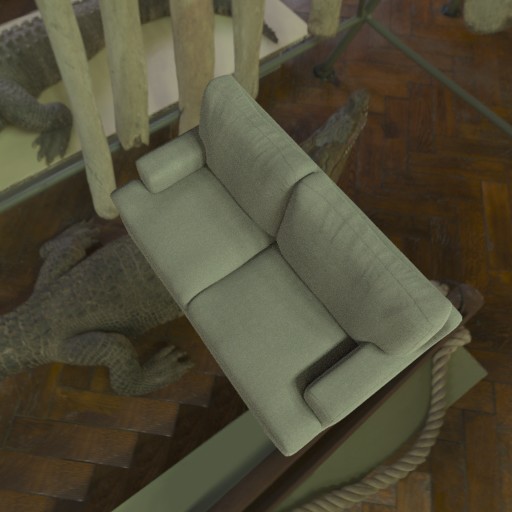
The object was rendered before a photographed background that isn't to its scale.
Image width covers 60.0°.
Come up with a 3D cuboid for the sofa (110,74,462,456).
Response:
[{"bbox_3d":[0.000,0.000,2.442,0.962,0.980,1.855,-33,69,-15],"label":"sofa"}]
